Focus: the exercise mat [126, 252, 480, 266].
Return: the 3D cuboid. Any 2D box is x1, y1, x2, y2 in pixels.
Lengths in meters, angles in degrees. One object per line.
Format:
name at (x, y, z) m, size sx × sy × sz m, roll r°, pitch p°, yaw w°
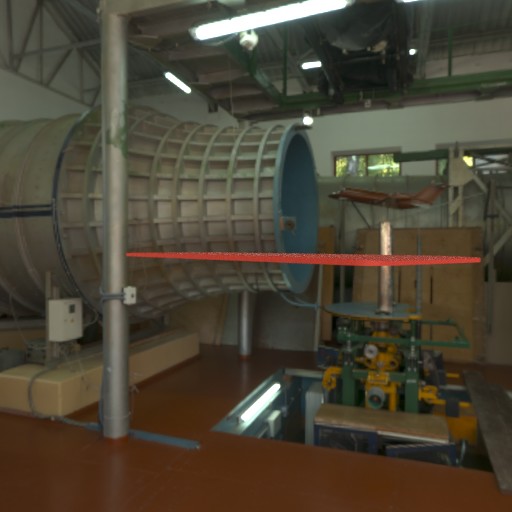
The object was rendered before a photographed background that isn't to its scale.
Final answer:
exercise mat at (0.000, 0.000, 2.094) m, size 0.616 × 0.021 × 1.869 m, roll -1°, pitch 1°, yaw -36°
